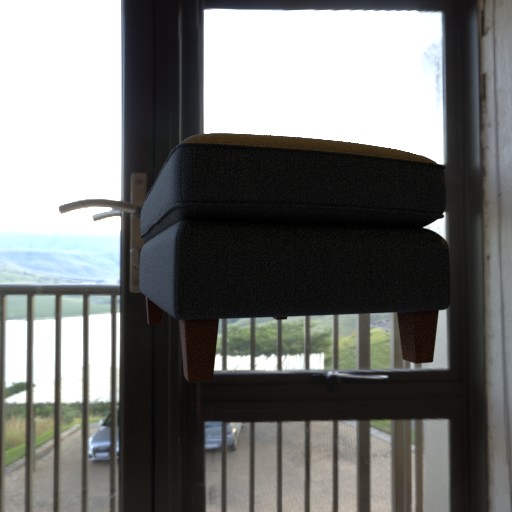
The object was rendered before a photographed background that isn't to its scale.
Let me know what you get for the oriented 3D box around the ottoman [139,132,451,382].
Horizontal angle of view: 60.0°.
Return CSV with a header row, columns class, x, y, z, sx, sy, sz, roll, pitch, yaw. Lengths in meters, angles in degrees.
class,x,y,z,sx,sy,sz,roll,pitch,yaw
ottoman,0.000,0.000,1.189,0.570,0.438,0.885,0,-1,-18
